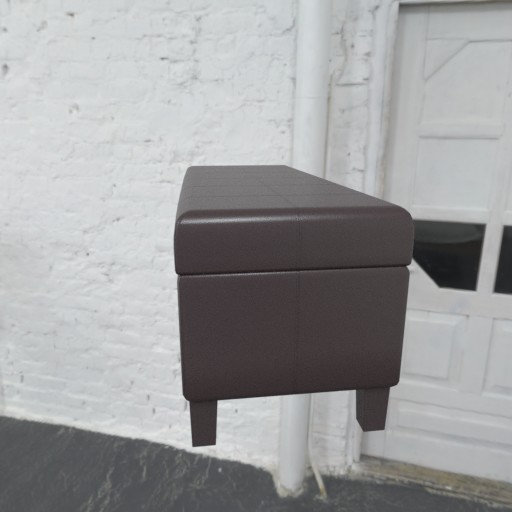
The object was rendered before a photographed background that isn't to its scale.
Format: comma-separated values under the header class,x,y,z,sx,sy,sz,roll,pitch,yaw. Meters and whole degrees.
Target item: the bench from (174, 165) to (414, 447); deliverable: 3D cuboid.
class,x,y,z,sx,sy,sz,roll,pitch,yaw
bench,0.000,0.000,1.315,0.429,0.457,1.092,-2,16,-7
